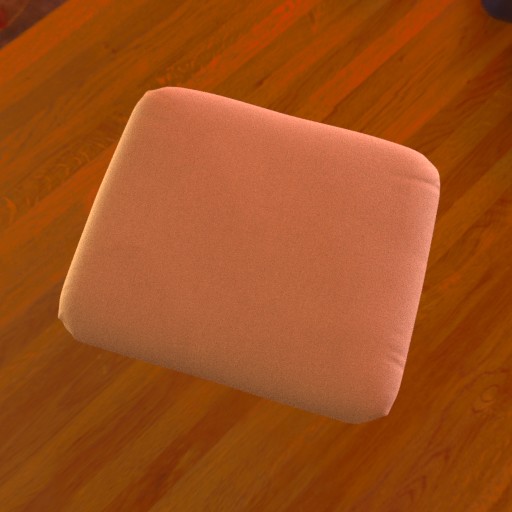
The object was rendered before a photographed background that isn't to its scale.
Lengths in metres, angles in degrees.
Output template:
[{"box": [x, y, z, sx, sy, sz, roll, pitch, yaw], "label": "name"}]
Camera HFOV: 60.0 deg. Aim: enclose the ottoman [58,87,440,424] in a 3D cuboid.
[{"box": [0.000, 0.000, 1.102, 0.746, 0.450, 0.622, 16, 77, 4], "label": "ottoman"}]
